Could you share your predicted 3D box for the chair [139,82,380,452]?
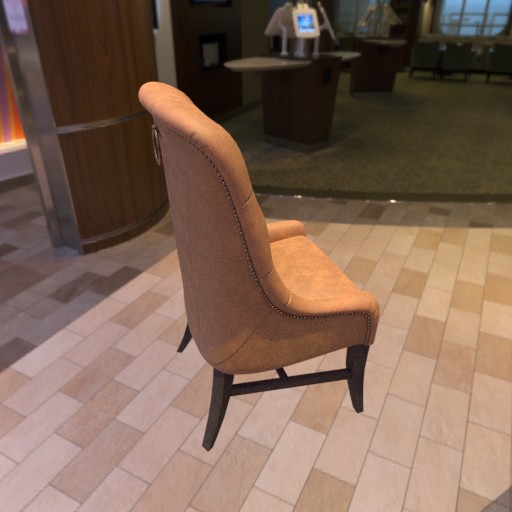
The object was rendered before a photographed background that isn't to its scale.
[{"bbox_3d":[0.000,0.000,1.474,0.629,1.091,0.634,-9,31,-16],"label":"chair"}]
